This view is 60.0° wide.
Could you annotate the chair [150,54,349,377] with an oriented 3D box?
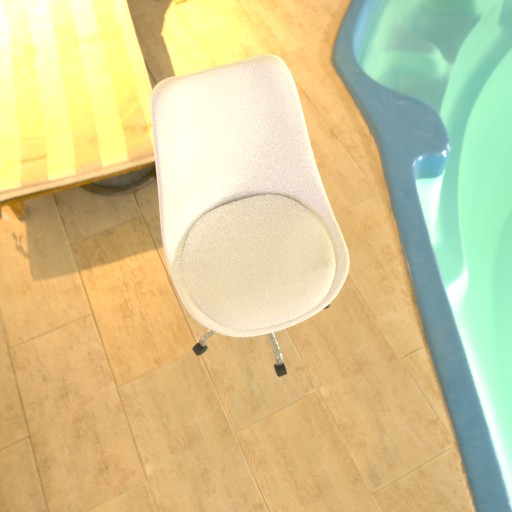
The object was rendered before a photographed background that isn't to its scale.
[{"bbox_3d":[0.000,0.000,1.294,0.550,0.930,0.550,-18,65,-9],"label":"chair"}]
